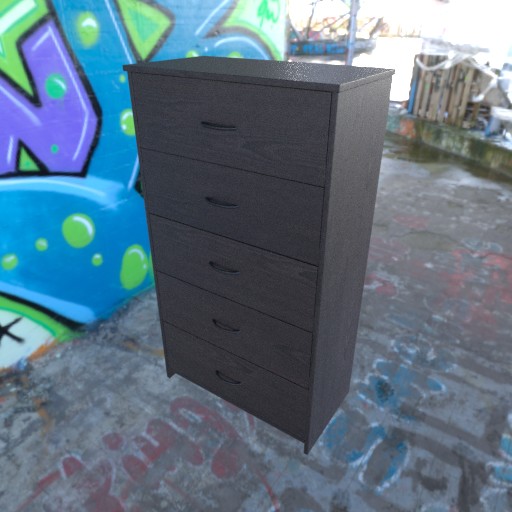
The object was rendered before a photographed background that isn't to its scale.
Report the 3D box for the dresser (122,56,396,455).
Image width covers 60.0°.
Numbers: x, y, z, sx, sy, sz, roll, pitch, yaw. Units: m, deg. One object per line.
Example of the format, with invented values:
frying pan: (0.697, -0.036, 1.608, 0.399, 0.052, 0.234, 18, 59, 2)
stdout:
dresser: (0.000, 0.000, 1.587, 0.704, 1.254, 0.418, 18, 34, 29)
